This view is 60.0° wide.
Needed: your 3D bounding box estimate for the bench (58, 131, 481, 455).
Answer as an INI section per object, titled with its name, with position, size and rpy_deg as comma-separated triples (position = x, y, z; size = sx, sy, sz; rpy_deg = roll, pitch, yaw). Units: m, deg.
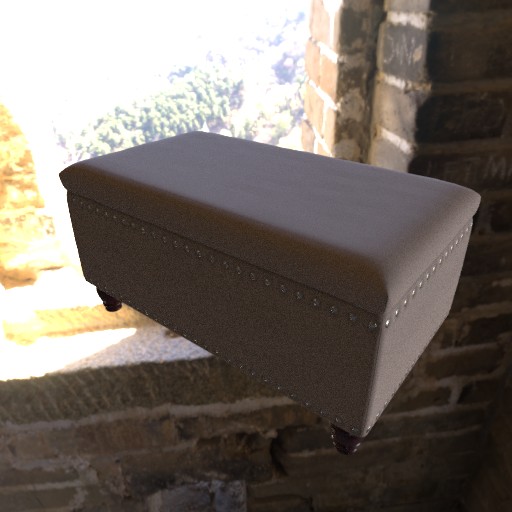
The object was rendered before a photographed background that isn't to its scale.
[bench]
position = 0.000, 0.000, 1.142
size = 0.887, 0.449, 0.500
rpy_deg = 21, 35, 33
